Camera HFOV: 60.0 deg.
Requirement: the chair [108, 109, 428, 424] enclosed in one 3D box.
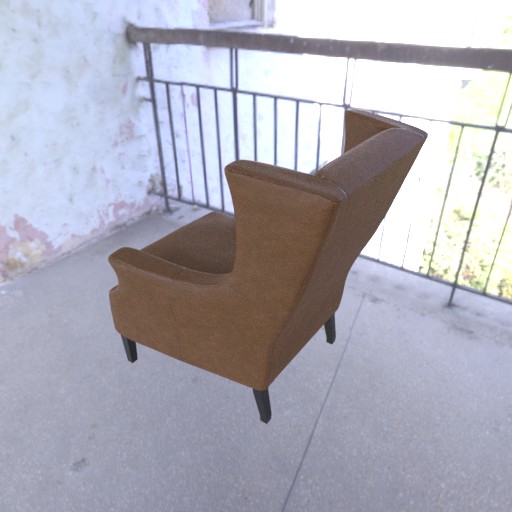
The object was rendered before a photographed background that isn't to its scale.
[{"bbox_3d":[0.000,0.000,1.699,0.925,1.016,0.852,21,37,30],"label":"chair"}]
